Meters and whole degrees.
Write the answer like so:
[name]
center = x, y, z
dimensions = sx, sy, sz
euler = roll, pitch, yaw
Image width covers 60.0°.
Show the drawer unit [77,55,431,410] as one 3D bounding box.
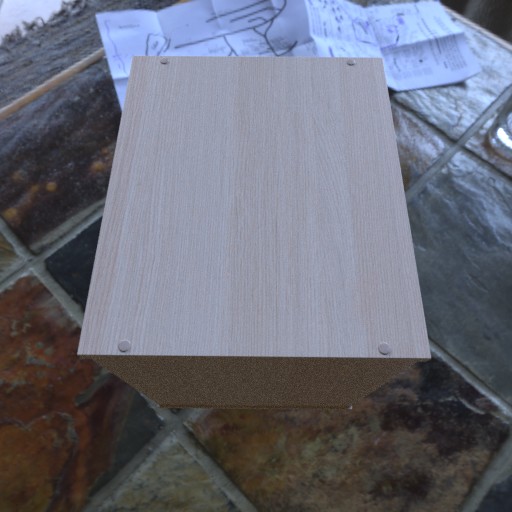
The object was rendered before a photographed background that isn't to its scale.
[drawer unit]
center = 0.000, 0.000, 0.593
dimensions = 0.290, 0.344, 0.349
euler = 1, 64, 0
